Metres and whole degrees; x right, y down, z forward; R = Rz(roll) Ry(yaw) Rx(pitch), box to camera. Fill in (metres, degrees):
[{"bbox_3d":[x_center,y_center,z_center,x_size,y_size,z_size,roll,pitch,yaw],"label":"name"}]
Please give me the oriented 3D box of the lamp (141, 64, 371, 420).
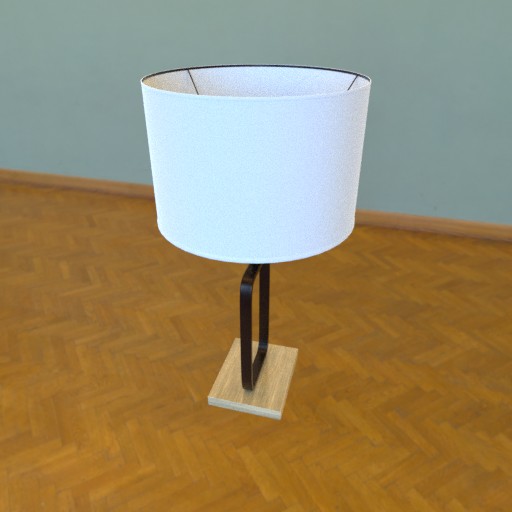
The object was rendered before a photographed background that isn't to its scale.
[{"bbox_3d":[0.000,0.000,0.673,0.279,0.508,0.279,8,30,13],"label":"lamp"}]
